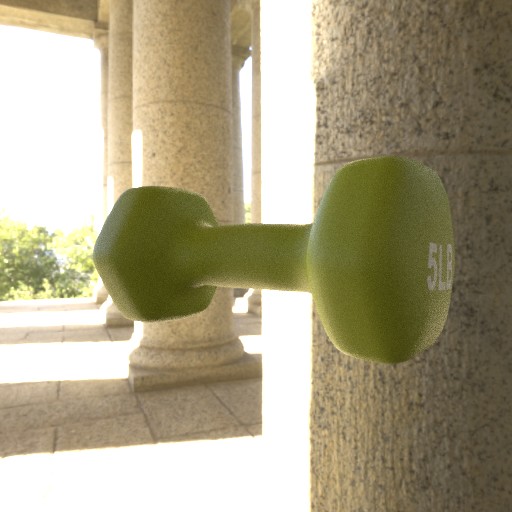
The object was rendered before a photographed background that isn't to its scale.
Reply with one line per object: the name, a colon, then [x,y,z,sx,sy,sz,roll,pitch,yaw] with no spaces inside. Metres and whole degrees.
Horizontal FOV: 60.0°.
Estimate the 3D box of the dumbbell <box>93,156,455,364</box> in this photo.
dumbbell: [0.000,0.000,0.204,0.164,0.072,0.080,1,2,38]
